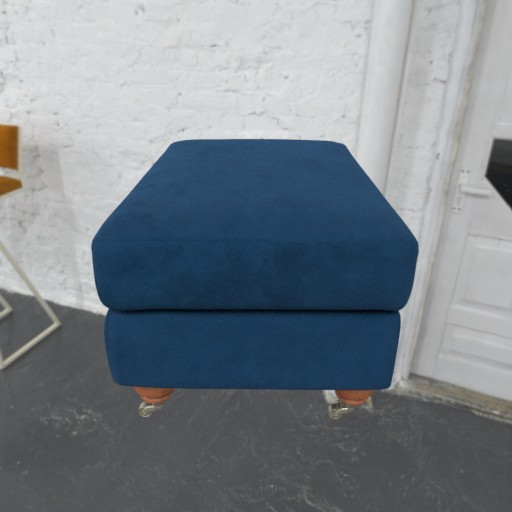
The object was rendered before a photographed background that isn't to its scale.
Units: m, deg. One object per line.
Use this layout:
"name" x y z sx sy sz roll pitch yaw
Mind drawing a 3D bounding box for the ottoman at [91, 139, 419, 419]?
"ottoman" 0.000 0.000 1.148 0.572 0.503 0.773 0 26 1
